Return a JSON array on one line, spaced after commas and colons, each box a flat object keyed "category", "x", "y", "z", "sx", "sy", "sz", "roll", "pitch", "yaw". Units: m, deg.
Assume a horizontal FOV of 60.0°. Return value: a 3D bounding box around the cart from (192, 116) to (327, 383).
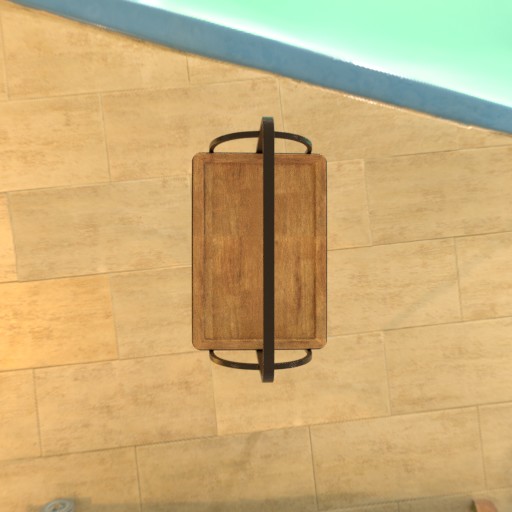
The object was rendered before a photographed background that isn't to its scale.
[{"category": "cart", "x": 0.000, "y": 0.000, "z": 1.281, "sx": 0.327, "sy": 1.001, "sz": 0.553, "roll": 0, "pitch": 90, "yaw": -2}]
